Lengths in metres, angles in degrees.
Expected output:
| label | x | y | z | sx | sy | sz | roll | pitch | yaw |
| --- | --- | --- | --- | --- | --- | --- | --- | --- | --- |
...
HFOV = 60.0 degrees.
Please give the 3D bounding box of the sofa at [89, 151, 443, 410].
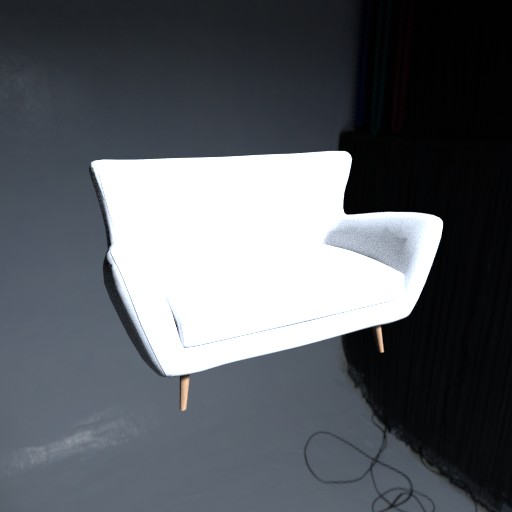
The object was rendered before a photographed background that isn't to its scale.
| label | x | y | z | sx | sy | sz | roll | pitch | yaw |
| --- | --- | --- | --- | --- | --- | --- | --- | --- | --- |
| sofa | 0.000 | 0.000 | 2.046 | 1.424 | 0.878 | 0.921 | -8 | 19 | -25 |
